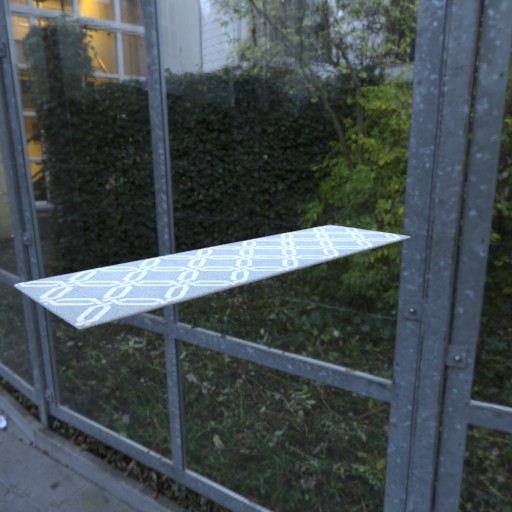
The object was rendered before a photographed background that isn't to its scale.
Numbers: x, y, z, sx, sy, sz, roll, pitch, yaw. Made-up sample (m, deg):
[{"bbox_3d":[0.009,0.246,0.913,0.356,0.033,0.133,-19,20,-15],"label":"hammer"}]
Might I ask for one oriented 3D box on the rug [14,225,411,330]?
[{"bbox_3d":[0.000,0.000,2.456,2.276,0.014,0.678,-13,18,-43],"label":"rug"}]
